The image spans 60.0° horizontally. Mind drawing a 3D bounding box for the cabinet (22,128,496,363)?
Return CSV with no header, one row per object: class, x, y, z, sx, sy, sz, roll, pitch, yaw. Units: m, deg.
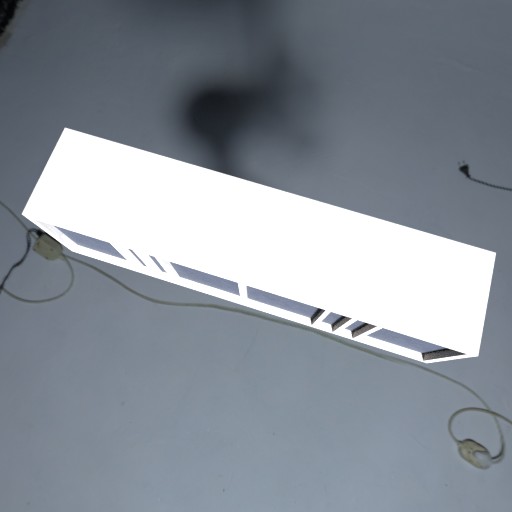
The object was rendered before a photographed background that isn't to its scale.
cabinet,0.000,0.000,2.470,2.198,0.779,0.499,17,74,5
